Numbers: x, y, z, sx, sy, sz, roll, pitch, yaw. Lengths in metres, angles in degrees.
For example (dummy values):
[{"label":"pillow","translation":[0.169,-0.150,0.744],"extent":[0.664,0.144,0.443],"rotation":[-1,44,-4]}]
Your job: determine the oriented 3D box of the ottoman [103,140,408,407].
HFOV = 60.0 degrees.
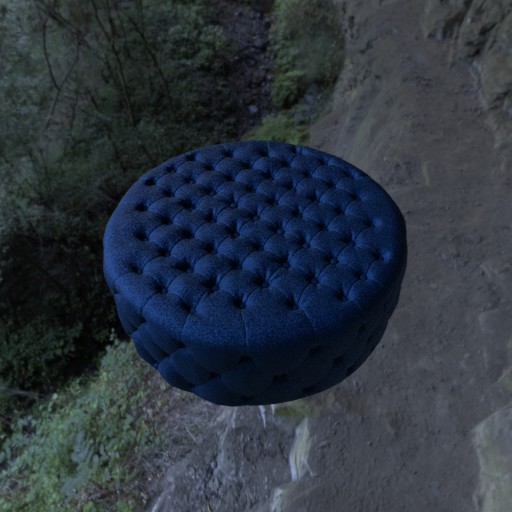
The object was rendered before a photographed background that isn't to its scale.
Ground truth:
[{"label":"ottoman","translation":[0.000,0.000,1.559],"extent":[0.998,0.398,0.998],"rotation":[0,46,0]}]
